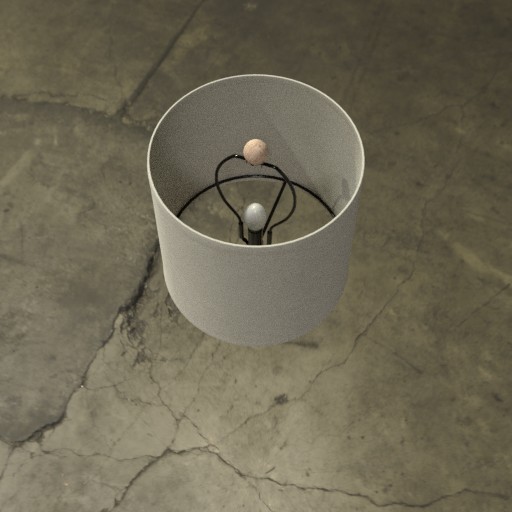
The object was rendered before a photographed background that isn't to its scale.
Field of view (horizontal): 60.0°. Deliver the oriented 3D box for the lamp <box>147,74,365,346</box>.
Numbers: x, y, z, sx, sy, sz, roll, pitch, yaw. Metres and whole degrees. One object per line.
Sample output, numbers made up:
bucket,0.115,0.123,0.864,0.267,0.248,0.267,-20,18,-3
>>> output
lamp,0.000,0.000,0.656,0.273,0.497,0.273,0,64,0
